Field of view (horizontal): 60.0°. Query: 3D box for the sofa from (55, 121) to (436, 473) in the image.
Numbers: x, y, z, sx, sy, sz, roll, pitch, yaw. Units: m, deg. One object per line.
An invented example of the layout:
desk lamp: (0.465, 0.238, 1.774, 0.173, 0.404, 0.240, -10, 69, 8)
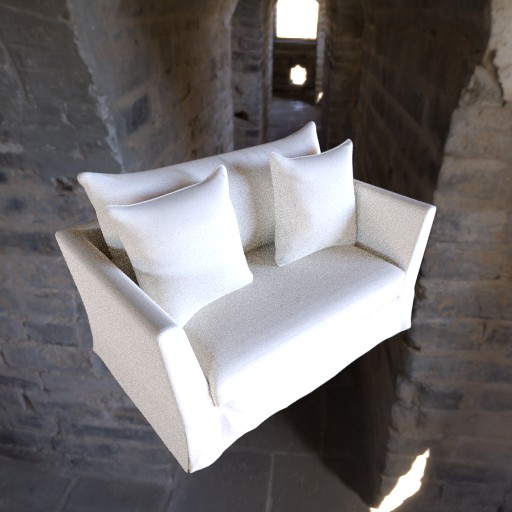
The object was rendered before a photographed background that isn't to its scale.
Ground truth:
sofa: (0.000, 0.000, 2.250, 1.608, 1.039, 1.026, -22, 36, -34)
